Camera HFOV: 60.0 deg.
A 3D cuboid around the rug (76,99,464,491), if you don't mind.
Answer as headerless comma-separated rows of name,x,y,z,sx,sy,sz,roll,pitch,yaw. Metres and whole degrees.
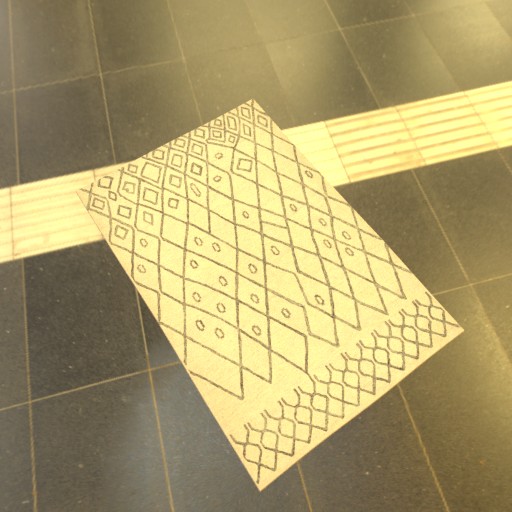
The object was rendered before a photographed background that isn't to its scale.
rug,0.000,0.000,2.336,1.222,0.015,1.828,-32,69,-14
